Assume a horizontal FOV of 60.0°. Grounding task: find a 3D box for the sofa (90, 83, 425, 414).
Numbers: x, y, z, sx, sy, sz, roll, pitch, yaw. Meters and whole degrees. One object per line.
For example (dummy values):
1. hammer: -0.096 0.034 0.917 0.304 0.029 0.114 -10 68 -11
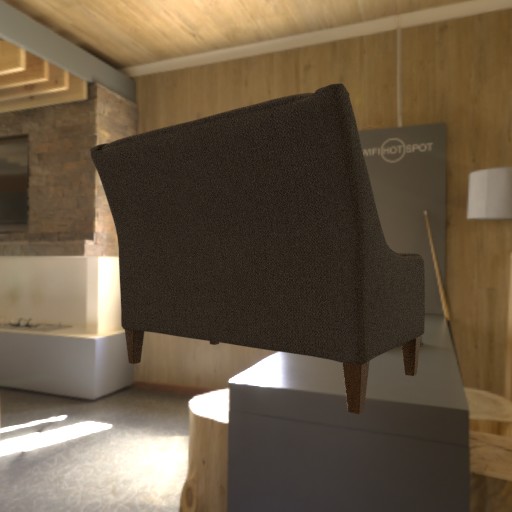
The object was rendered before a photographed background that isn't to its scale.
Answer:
1. sofa: 0.000 0.000 1.960 1.242 1.022 0.873 0 0 37
